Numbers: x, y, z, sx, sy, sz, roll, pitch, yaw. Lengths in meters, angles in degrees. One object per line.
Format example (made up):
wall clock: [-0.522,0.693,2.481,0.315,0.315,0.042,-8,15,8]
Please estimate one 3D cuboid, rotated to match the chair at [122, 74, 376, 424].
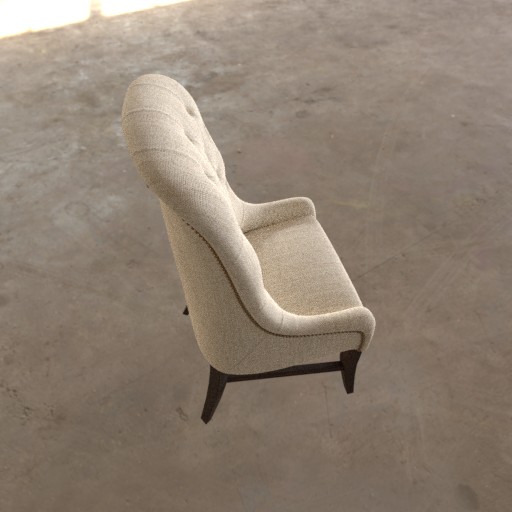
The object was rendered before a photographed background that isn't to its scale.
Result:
chair: [0.000,0.000,1.435,0.629,1.091,0.634,-11,47,-10]
